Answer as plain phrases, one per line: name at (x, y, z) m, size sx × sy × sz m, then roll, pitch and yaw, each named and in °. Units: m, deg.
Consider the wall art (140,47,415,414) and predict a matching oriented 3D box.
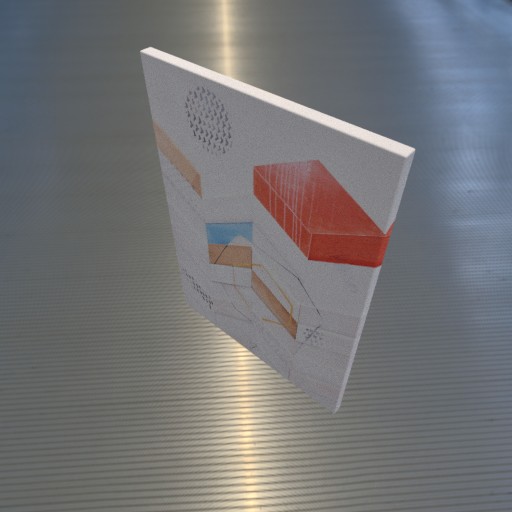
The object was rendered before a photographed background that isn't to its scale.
wall art at (0.000, 0.000, 1.100) m, size 0.613 × 0.848 × 0.036 m, roll 32°, pitch 53°, yaw 27°
